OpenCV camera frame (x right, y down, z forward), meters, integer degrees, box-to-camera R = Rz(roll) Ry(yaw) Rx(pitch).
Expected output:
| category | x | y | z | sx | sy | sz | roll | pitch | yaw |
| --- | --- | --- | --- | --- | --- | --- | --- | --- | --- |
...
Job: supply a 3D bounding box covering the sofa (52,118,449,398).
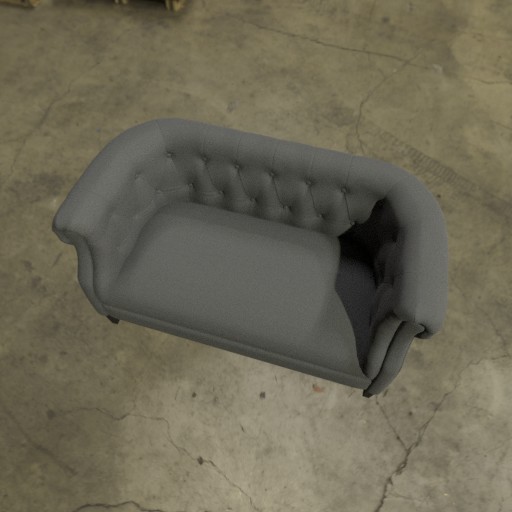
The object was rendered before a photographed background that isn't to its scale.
| category | x | y | z | sx | sy | sz | roll | pitch | yaw |
| --- | --- | --- | --- | --- | --- | --- | --- | --- | --- |
| sofa | 0.000 | 0.000 | 2.096 | 1.558 | 0.827 | 0.835 | 14 | 60 | 8 |
